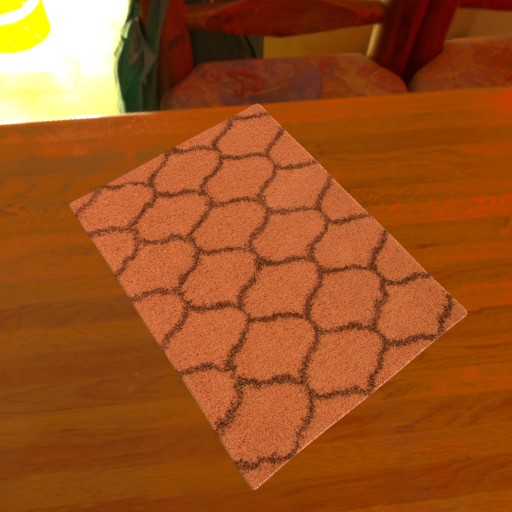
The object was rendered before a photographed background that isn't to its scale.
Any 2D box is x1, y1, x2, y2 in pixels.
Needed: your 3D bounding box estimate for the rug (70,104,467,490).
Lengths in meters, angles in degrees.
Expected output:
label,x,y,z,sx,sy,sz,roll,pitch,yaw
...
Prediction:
label,x,y,z,sx,sy,sz,roll,pitch,yaw
rug,0.000,0.000,2.128,1.200,0.025,1.600,-33,67,-16
